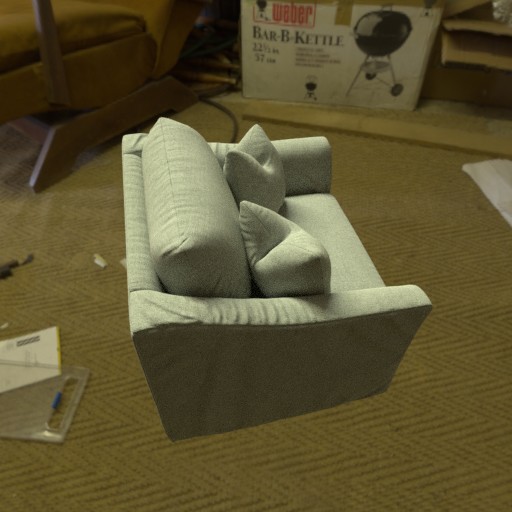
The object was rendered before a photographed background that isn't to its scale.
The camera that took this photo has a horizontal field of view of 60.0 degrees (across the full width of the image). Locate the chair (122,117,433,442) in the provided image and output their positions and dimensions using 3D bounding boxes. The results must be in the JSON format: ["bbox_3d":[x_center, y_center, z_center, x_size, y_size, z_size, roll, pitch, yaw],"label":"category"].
[{"bbox_3d":[0.000,0.000,2.061,1.071,1.059,1.194,-10,47,-9],"label":"chair"}]
